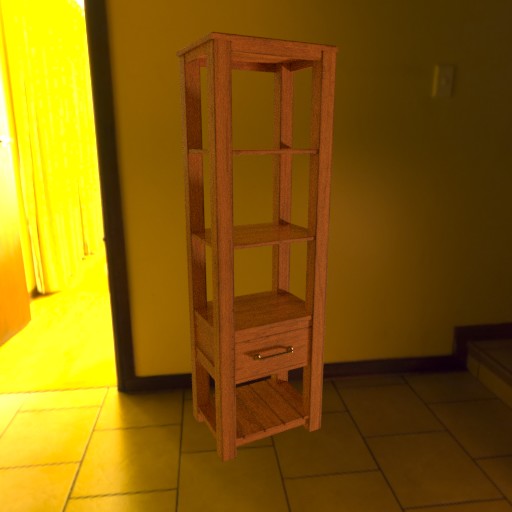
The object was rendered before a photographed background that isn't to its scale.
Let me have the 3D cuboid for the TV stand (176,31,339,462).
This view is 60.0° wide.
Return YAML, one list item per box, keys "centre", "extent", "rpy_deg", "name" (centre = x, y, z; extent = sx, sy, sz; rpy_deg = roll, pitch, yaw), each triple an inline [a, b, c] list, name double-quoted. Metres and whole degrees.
- centre: [0.000, 0.000, 2.118]
  extent: [0.565, 1.828, 0.435]
  rpy_deg: [-7, 16, -26]
  name: "TV stand"
